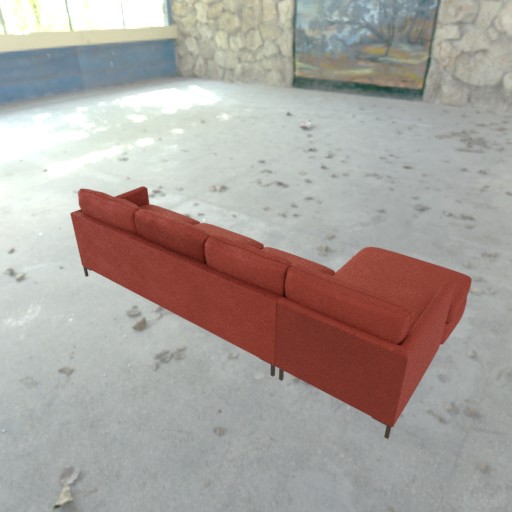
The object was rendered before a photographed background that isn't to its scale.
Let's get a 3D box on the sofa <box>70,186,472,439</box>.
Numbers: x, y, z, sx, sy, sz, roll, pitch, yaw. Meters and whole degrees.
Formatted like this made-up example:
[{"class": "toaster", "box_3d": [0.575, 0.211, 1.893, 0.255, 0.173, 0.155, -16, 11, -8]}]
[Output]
[{"class": "sofa", "box_3d": [0.000, 0.000, 4.044, 3.400, 0.967, 1.500, 21, 36, 31]}]
